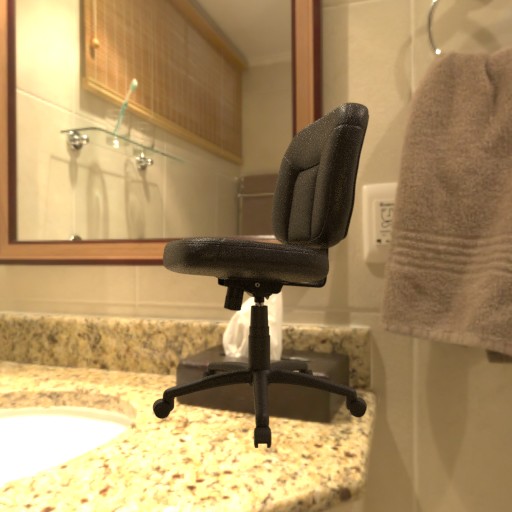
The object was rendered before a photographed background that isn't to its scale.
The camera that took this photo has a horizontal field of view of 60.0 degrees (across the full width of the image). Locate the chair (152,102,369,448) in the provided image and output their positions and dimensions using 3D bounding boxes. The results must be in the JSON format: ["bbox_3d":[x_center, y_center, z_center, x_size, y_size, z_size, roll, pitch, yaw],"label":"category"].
[{"bbox_3d":[0.000,0.000,1.419,0.646,0.959,0.647,0,0,-19],"label":"chair"}]
